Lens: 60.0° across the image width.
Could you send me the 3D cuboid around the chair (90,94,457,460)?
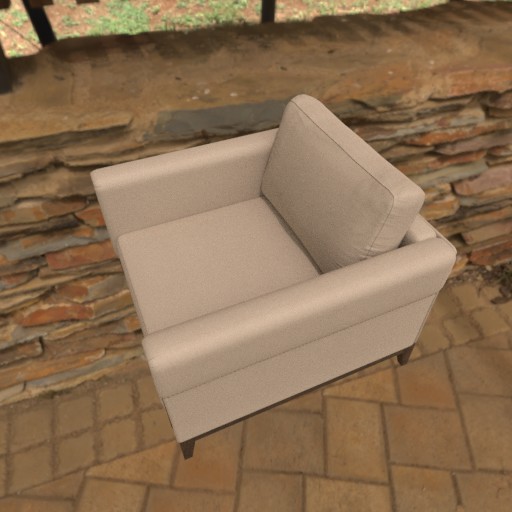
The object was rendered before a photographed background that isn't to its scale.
[{"bbox_3d":[0.000,0.000,1.652,0.959,0.838,0.914,-17,48,-16],"label":"chair"}]
